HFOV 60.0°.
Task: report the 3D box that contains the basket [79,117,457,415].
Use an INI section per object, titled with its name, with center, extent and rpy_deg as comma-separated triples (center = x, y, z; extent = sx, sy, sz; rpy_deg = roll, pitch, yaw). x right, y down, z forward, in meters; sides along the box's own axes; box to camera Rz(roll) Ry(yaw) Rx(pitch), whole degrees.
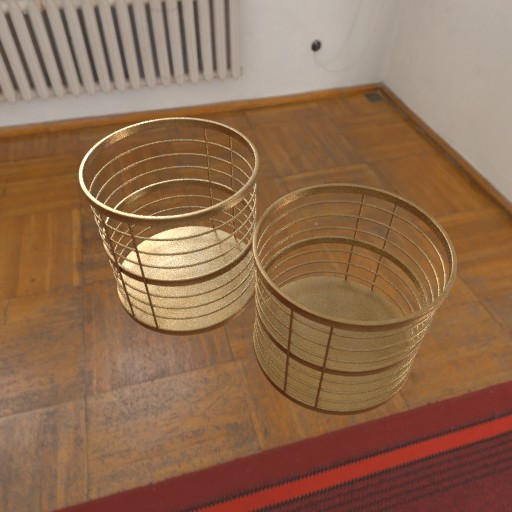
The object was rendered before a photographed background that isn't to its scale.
[basket]
center = 0.000, 0.000, 0.945
extent = 0.746, 0.351, 0.356
rpy_deg = 21, 49, 20
